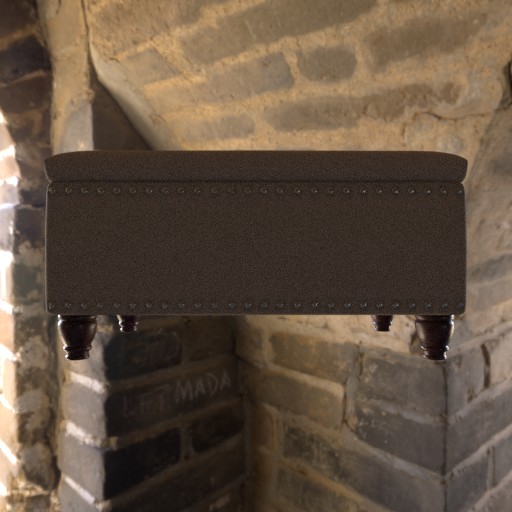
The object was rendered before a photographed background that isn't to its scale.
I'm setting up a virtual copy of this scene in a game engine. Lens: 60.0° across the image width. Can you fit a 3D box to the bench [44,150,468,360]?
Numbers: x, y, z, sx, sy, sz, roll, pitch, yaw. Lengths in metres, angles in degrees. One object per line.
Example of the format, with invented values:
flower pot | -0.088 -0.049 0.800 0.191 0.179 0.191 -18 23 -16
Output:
bench | 0.000 0.000 1.161 0.887 0.449 0.500 0 -1 0
